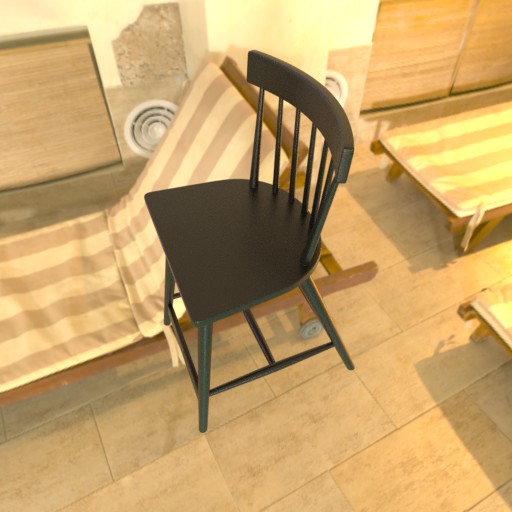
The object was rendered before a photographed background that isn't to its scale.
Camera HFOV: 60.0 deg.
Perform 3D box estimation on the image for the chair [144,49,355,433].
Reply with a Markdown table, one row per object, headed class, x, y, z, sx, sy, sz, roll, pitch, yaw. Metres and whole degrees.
| class | x | y | z | sx | sy | sz | roll | pitch | yaw |
| --- | --- | --- | --- | --- | --- | --- | --- | --- | --- |
| chair | 0.000 | 0.000 | 1.265 | 0.572 | 0.952 | 0.483 | -17 | 49 | -15 |
